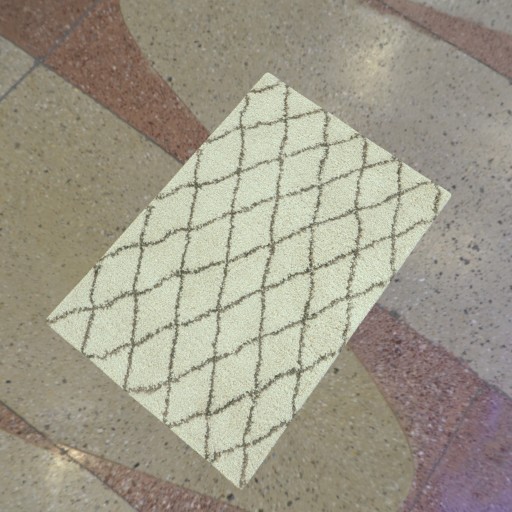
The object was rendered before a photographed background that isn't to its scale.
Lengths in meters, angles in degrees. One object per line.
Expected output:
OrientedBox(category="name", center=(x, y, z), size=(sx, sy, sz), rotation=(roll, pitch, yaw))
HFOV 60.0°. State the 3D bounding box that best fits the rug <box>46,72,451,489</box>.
OrientedBox(category="rug", center=(0.000, 0.000, 2.236), size=(1.219, 0.030, 1.778), rotation=(37, 78, 9))
